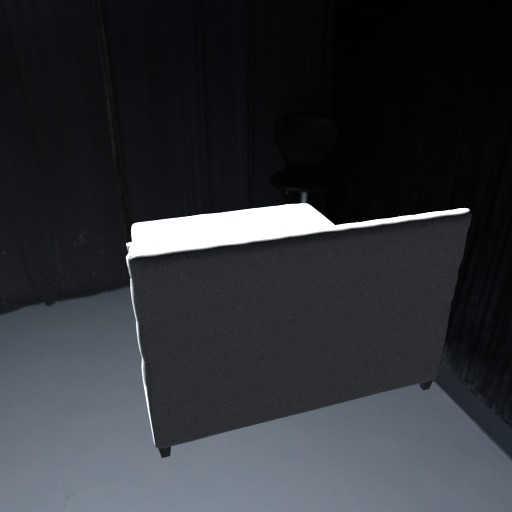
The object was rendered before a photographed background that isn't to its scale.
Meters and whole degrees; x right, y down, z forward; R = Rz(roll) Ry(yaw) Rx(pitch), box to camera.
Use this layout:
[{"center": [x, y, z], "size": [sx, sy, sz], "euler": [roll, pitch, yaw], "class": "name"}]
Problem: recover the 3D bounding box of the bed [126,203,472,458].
[{"center": [0.000, 0.000, 3.735], "size": [2.078, 1.427, 2.387], "euler": [-8, 28, -16], "class": "bed"}]
